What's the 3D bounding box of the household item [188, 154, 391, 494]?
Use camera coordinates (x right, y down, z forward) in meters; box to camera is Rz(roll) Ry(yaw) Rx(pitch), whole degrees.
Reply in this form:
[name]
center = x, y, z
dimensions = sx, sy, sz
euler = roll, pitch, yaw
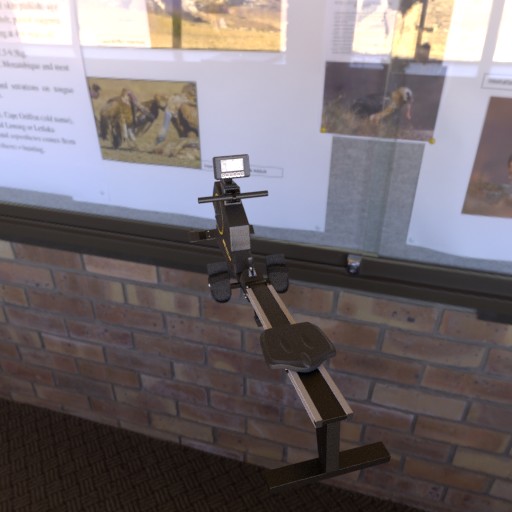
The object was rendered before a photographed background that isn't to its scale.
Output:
[household item]
center = 0.000, 0.000, 2.513
dimensions = 0.521, 0.810, 2.251
euler = -8, 31, -13
